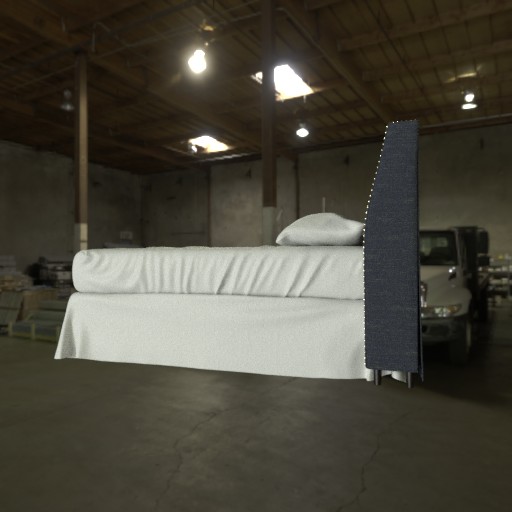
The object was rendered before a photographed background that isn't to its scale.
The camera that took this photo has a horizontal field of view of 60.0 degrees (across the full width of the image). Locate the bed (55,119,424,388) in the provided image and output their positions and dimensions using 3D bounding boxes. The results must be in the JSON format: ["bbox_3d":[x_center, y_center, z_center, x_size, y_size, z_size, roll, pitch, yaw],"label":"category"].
[{"bbox_3d":[0.000,0.000,3.371,2.276,1.332,1.925,0,-1,17],"label":"bed"}]
